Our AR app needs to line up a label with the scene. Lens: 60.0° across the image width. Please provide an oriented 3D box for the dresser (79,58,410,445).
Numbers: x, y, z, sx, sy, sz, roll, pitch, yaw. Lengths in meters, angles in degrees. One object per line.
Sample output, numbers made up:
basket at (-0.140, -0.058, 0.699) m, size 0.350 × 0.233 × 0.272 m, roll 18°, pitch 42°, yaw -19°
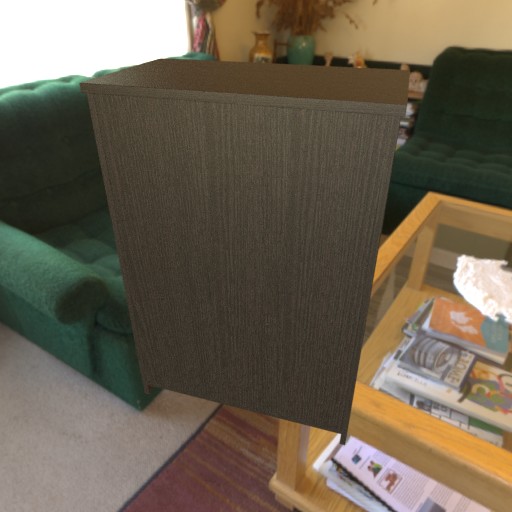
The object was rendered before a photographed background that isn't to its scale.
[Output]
dresser at (0.000, 0.000, 1.333) m, size 0.704 × 1.020 × 0.399 m, roll 9°, pitch 33°, yaw 14°
